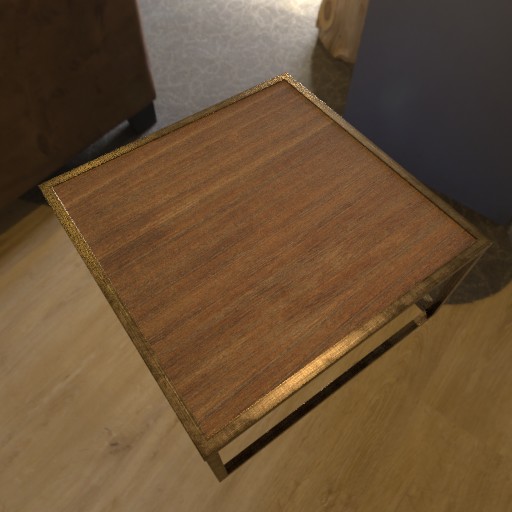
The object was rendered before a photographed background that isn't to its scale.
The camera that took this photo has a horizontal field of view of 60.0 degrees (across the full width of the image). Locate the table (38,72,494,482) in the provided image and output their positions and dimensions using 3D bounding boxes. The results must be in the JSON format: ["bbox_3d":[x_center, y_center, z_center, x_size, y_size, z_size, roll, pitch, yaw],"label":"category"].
[{"bbox_3d":[0.000,0.000,1.418,0.909,0.451,0.899,-31,63,-18],"label":"table"}]
